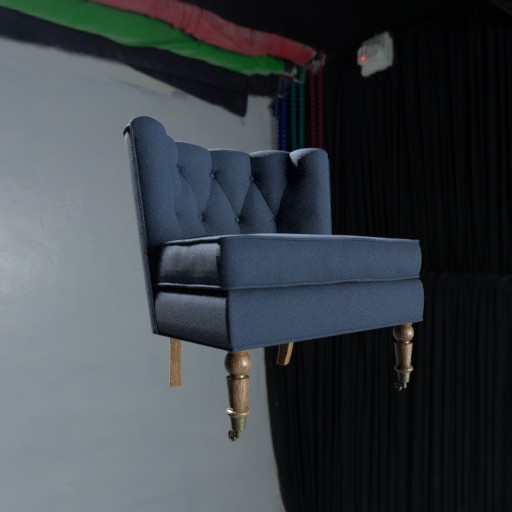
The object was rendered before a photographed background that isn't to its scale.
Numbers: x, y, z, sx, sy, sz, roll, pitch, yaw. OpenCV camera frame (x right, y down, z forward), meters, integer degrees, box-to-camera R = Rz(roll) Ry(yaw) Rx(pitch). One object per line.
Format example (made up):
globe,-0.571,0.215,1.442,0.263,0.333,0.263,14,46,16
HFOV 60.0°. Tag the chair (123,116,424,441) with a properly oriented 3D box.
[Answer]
chair,0.000,0.000,1.343,0.740,0.771,0.718,-1,1,-36
